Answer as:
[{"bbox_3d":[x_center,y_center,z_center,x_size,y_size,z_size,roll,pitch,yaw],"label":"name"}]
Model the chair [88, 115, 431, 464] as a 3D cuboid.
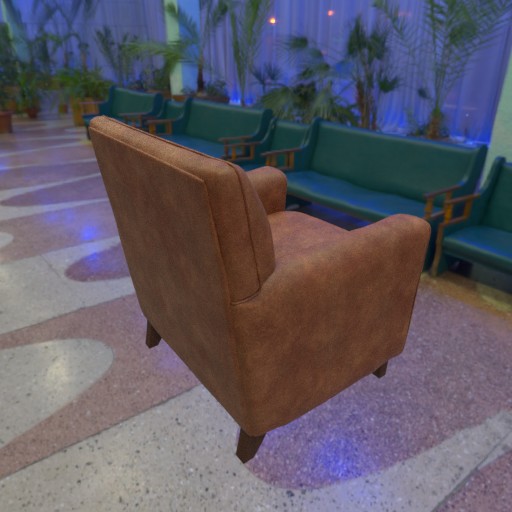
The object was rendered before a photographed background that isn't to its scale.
[{"bbox_3d":[0.000,0.000,1.589,0.823,0.943,0.870,-18,31,-32],"label":"chair"}]
